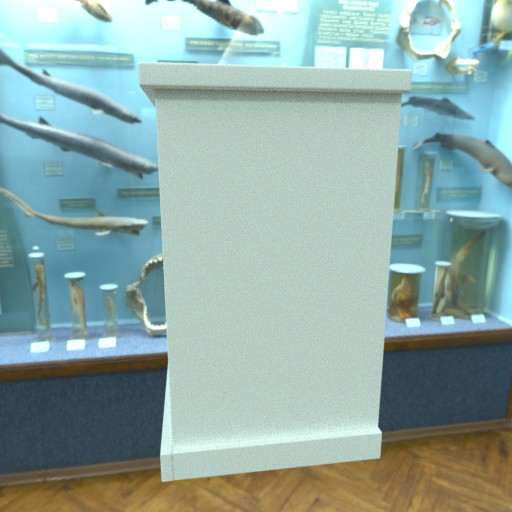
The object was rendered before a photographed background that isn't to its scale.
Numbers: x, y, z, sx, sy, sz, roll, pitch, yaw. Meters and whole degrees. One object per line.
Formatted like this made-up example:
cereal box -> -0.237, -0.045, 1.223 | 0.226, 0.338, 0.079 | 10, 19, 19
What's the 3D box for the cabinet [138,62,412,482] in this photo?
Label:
cabinet -> 0.000, 0.000, 1.013 | 0.431, 0.723, 0.520 | -2, 14, -8
